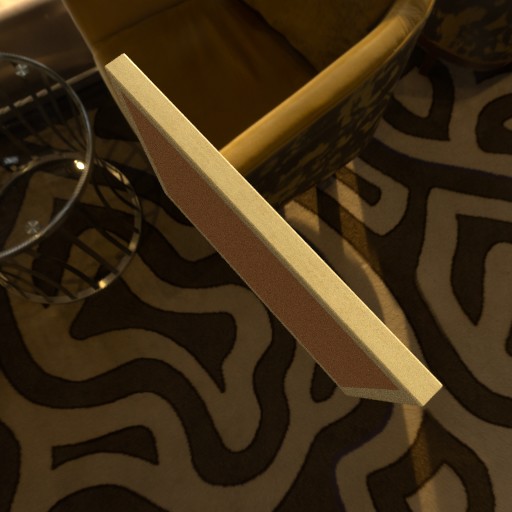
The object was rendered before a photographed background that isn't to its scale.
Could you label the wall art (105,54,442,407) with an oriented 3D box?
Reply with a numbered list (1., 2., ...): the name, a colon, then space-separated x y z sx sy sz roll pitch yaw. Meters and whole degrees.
1. wall art: 0.000 0.000 0.680 0.032 0.381 0.533 -40 78 -10
